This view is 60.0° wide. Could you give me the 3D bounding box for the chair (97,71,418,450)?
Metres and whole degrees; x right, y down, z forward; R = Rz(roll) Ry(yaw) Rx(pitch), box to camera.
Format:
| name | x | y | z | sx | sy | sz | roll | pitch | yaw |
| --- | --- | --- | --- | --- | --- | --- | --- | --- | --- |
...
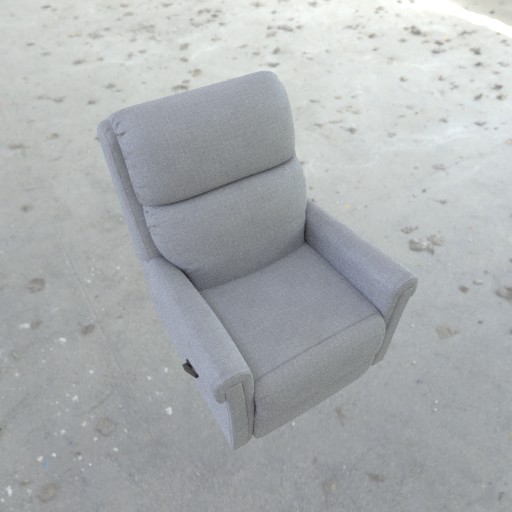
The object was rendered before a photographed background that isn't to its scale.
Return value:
| name | x | y | z | sx | sy | sz | roll | pitch | yaw |
| --- | --- | --- | --- | --- | --- | --- | --- | --- | --- |
| chair | 0.000 | 0.000 | 1.745 | 0.838 | 1.054 | 1.014 | -24 | 51 | -21 |
